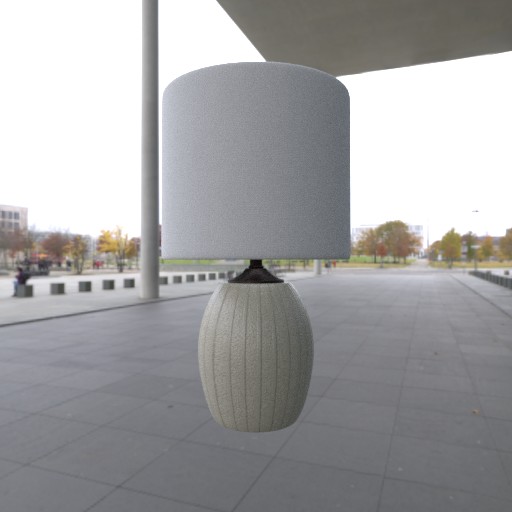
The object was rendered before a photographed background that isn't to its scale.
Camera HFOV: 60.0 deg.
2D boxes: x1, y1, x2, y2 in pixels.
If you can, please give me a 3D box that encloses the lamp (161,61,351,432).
[{"bbox_3d":[0.000,0.000,0.786,0.329,0.570,0.329,0,-1,36],"label":"lamp"}]
